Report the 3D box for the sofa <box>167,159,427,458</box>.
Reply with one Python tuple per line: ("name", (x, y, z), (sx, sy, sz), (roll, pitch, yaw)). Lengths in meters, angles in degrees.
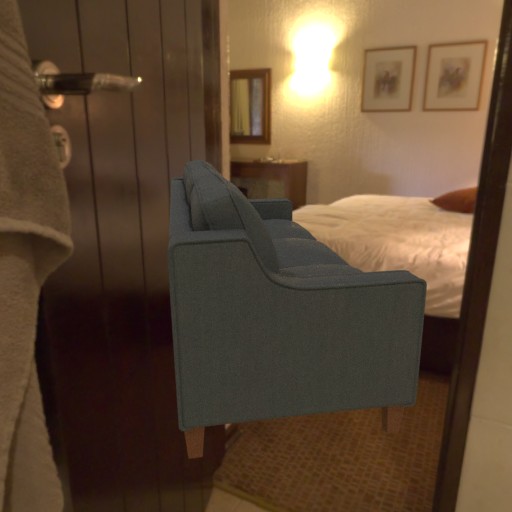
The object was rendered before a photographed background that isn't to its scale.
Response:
("sofa", (0.000, 0.000, 2.463), (0.911, 0.974, 1.986), (-3, 16, -10))
